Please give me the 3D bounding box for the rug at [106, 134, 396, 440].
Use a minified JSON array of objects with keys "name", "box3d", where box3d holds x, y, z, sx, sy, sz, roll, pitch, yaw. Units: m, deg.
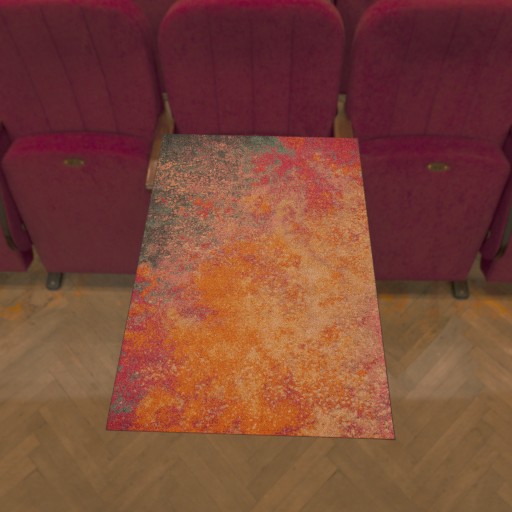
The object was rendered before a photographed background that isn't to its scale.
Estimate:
[{"name":"rug","box3d":[0.000,0.000,3.804,2.007,0.013,2.896,1,59,1]}]
